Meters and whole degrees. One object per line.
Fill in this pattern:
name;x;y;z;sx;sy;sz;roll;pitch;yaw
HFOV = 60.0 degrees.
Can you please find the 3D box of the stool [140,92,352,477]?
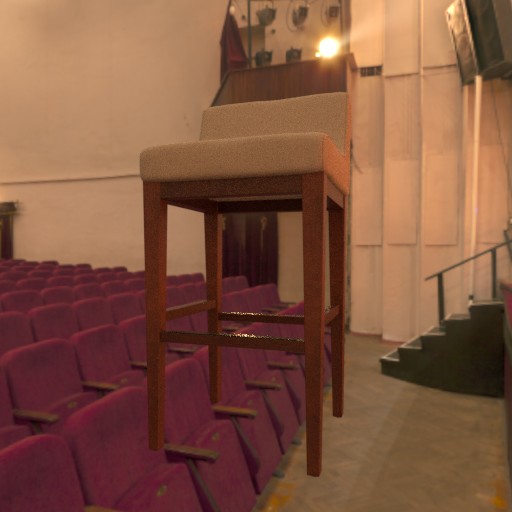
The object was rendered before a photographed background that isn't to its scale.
stool;0.000;0.000;1.317;0.511;1.037;0.500;0;1;19
